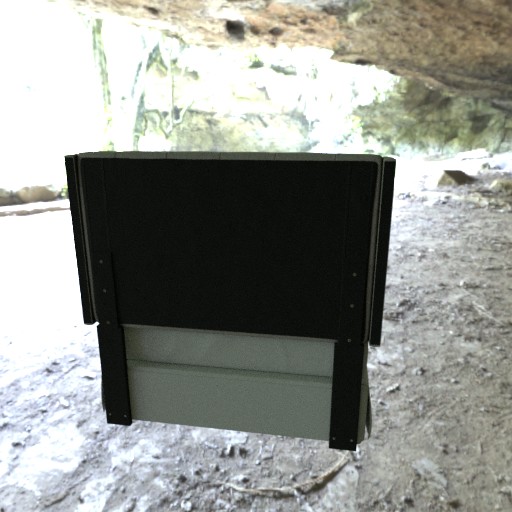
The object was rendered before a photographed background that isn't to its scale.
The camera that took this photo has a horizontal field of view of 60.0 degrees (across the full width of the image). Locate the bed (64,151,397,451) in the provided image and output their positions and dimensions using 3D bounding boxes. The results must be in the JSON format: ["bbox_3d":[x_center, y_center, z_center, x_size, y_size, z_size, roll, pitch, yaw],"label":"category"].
[{"bbox_3d":[0.000,0.000,3.399,1.719,1.665,2.066,3,17,9],"label":"bed"}]
